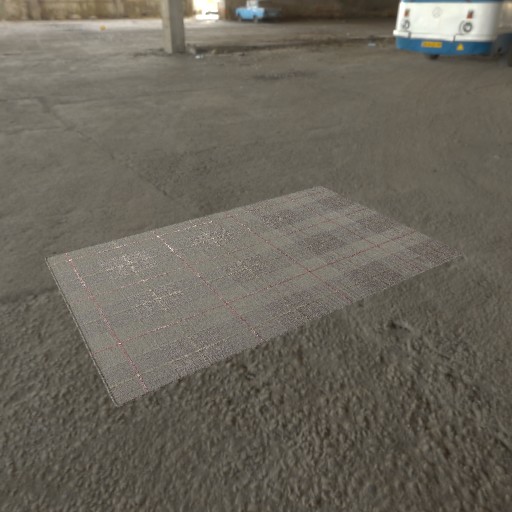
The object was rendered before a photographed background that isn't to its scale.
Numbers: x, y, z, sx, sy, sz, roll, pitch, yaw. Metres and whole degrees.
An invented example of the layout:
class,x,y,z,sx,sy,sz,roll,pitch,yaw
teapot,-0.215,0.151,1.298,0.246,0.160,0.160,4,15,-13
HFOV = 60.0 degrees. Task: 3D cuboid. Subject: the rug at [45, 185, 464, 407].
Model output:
class,x,y,z,sx,sy,sz,roll,pitch,yaw
rug,0.000,0.000,3.066,2.464,0.010,1.549,-18,35,-28
